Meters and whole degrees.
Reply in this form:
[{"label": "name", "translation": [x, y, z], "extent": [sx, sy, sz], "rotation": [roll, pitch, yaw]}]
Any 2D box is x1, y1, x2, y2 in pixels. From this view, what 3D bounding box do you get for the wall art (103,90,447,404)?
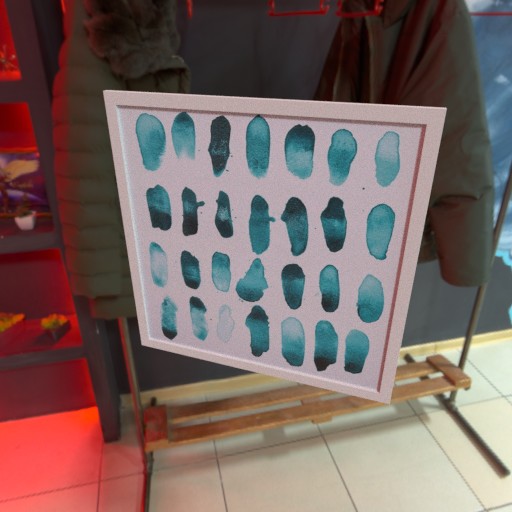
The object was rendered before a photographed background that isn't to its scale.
[{"label": "wall art", "translation": [0.000, 0.000, 0.674], "extent": [0.456, 0.457, 0.009], "rotation": [9, 29, 17]}]
